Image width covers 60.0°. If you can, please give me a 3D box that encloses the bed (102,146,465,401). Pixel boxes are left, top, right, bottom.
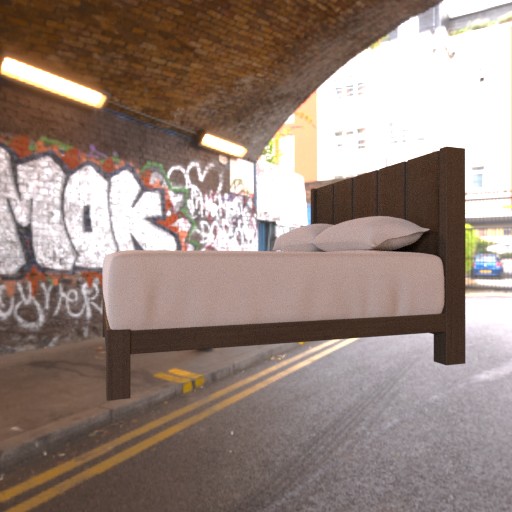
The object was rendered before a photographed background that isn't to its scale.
[{"bbox_3d":[0.000,0.000,3.067,1.992,1.261,1.735,0,0,-20],"label":"bed"}]
